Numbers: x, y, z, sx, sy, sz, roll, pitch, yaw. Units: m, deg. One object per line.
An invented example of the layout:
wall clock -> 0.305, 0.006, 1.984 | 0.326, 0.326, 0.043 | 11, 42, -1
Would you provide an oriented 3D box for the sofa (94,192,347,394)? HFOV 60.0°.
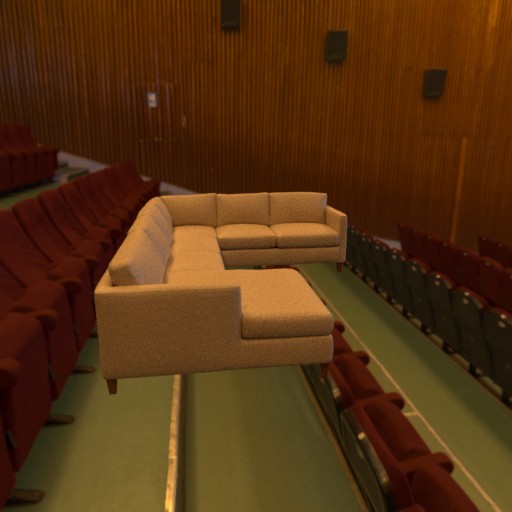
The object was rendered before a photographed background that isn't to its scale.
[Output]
sofa -> 0.000, 0.000, 4.632 | 2.594, 0.961, 3.460 | -2, 15, -8
